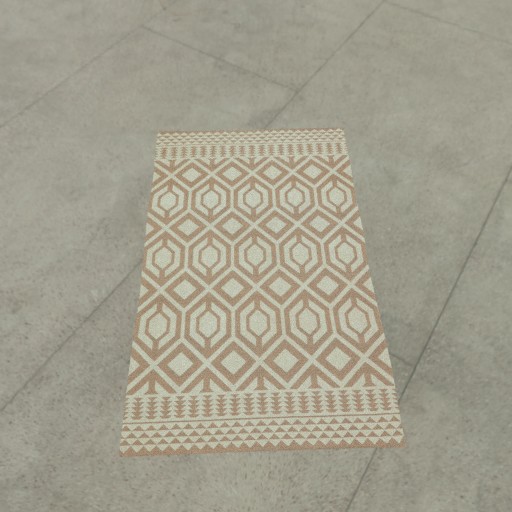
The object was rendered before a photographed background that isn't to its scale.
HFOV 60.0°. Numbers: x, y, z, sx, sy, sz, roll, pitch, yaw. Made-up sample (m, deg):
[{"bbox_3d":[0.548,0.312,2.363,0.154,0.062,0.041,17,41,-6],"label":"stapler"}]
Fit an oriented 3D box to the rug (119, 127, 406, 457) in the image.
[{"bbox_3d":[0.000,0.000,2.979,1.526,0.011,2.435,-2,58,-1],"label":"rug"}]
